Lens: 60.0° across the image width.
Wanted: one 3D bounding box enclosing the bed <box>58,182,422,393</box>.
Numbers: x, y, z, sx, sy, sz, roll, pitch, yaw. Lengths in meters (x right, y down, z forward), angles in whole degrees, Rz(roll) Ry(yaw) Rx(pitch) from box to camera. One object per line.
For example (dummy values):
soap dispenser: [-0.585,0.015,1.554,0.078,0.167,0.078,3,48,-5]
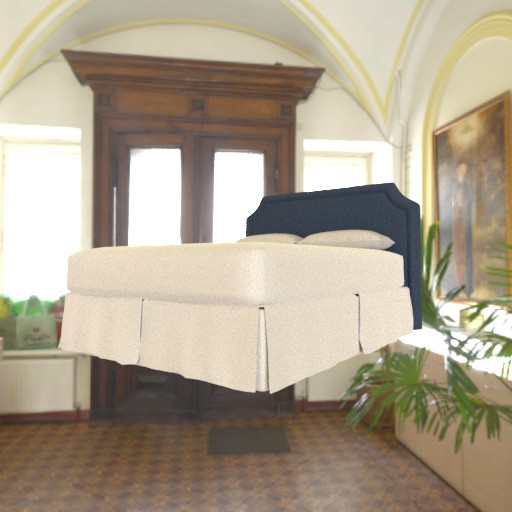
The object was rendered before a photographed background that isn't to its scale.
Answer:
bed: [0.000,0.000,3.378,1.831,1.297,2.260,-1,-1,37]
